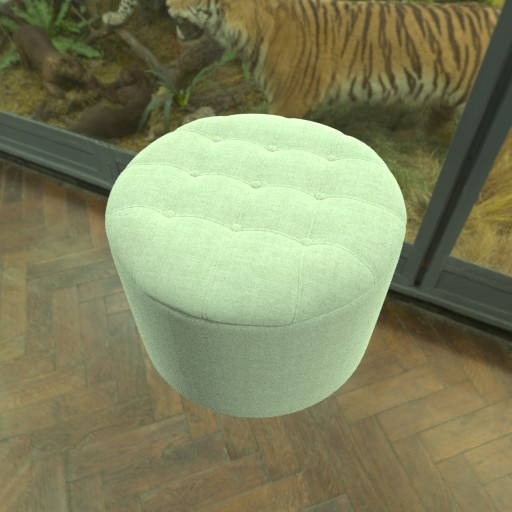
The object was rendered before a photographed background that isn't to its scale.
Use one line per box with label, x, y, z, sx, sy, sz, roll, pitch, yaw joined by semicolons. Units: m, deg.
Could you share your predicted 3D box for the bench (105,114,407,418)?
bench;0.000;0.000;1.026;0.600;0.453;0.600;0;48;0
